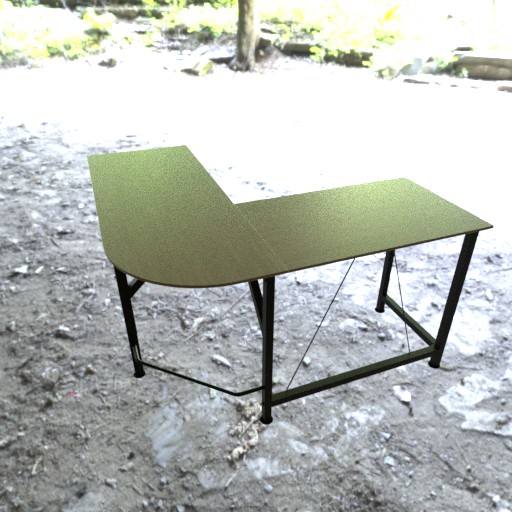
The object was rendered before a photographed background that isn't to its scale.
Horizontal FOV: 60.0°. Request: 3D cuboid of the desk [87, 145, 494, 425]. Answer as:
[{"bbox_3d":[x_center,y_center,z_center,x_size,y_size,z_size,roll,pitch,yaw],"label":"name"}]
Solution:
[{"bbox_3d":[0.000,0.000,2.226,1.400,0.762,1.400,-11,33,-18],"label":"desk"}]
